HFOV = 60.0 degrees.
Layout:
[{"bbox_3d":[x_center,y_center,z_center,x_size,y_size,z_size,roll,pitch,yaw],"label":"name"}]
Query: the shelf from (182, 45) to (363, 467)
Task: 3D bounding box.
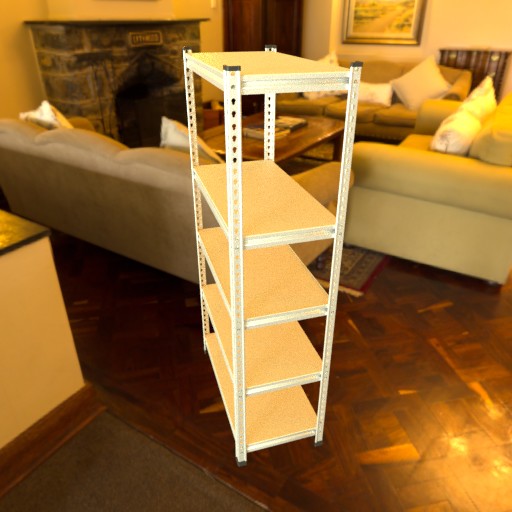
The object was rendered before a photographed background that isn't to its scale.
[{"bbox_3d":[0.000,0.000,2.191,0.457,1.829,0.914,-8,30,-15],"label":"shelf"}]
